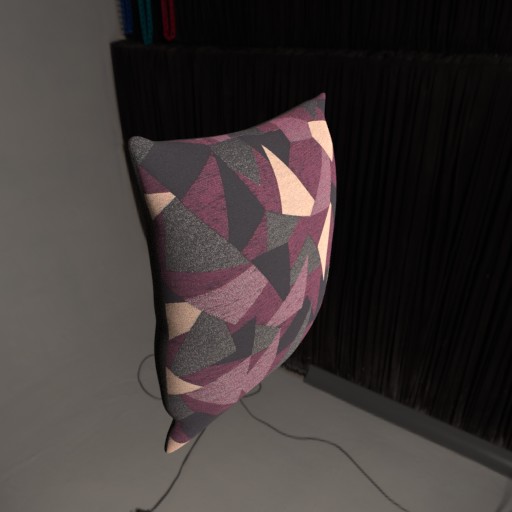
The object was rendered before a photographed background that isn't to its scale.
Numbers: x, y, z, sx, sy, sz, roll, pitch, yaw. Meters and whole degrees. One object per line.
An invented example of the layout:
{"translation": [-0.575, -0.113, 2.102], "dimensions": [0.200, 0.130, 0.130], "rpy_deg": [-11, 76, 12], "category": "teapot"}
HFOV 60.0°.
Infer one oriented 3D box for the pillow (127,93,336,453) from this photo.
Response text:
{"translation": [0.000, 0.000, 0.770], "dimensions": [0.208, 0.496, 0.503], "rpy_deg": [17, 32, 29], "category": "pillow"}
